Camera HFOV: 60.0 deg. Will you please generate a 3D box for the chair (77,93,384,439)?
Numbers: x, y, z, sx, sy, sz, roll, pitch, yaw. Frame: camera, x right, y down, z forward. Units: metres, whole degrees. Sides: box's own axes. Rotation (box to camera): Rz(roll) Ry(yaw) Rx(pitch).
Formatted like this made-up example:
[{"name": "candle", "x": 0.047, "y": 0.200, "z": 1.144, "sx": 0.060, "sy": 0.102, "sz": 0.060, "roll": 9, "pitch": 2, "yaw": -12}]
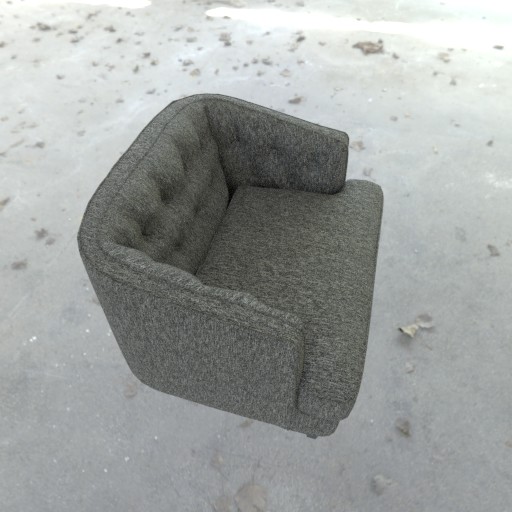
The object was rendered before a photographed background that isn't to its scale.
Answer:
[{"name": "chair", "x": 0.000, "y": 0.000, "z": 1.765, "sx": 0.941, "sy": 0.852, "sz": 1.104, "roll": 11, "pitch": 49, "yaw": 10}]
